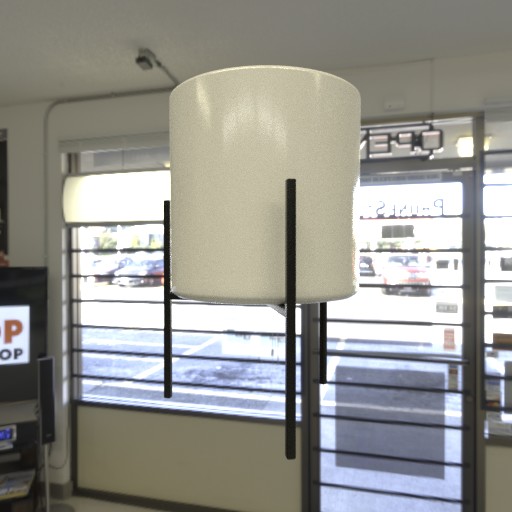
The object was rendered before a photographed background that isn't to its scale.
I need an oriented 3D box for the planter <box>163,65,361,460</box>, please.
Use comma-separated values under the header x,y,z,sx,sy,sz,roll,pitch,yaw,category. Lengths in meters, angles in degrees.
x,y,z,sx,sy,sz,roll,pitch,yaw,category
0.000,0.000,0.521,0.239,0.356,0.239,0,1,18,planter
